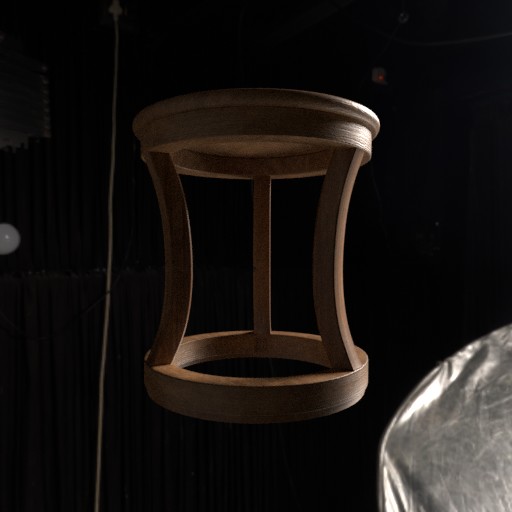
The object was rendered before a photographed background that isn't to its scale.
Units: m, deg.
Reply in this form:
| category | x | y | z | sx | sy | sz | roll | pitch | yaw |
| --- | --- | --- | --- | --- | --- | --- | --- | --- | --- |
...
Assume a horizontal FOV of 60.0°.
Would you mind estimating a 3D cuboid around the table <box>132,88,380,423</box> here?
| category | x | y | z | sx | sy | sz | roll | pitch | yaw |
| --- | --- | --- | --- | --- | --- | --- | --- | --- | --- |
| table | 0.000 | 0.000 | 0.809 | 0.432 | 0.460 | 0.432 | 0 | 1 | 0 |
